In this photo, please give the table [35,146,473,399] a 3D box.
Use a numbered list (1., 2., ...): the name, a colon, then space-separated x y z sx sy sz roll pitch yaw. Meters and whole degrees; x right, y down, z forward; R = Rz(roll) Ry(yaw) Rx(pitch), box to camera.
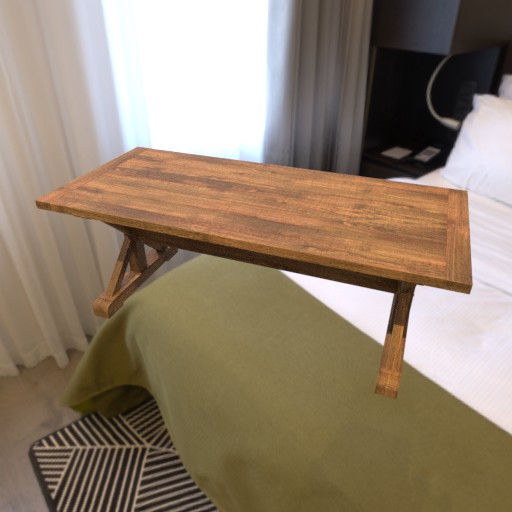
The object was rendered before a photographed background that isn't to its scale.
1. table: 0.000 0.000 2.469 2.031 0.733 0.907 11 34 18
